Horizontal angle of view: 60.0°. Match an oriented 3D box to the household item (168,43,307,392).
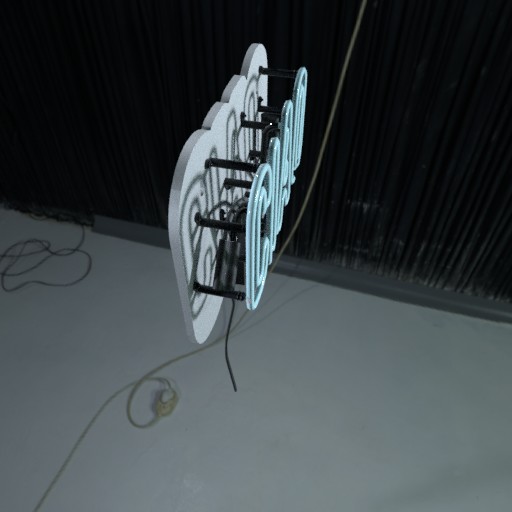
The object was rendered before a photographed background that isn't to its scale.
[{"bbox_3d":[0.000,0.000,0.380,0.042,0.294,0.211,10,46,10],"label":"household item"}]
